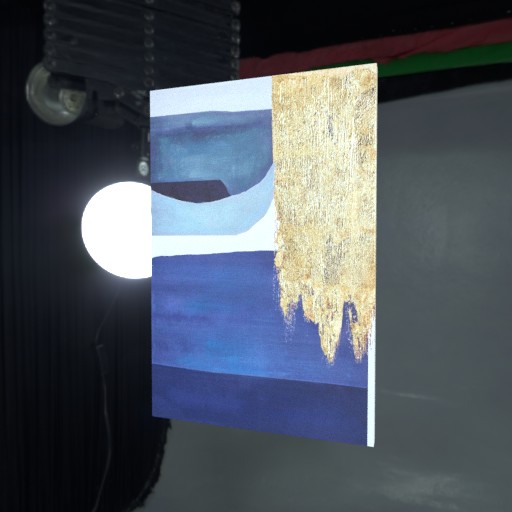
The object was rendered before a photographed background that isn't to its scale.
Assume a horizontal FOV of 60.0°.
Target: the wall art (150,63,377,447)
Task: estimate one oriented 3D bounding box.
[{"bbox_3d":[0.000,0.000,1.164,0.607,0.911,0.039,1,2,18],"label":"wall art"}]
